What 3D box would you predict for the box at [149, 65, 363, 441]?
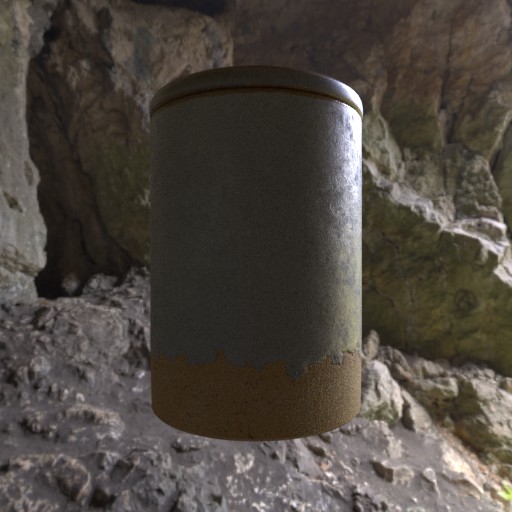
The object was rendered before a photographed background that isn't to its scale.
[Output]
[{"bbox_3d":[0.000,0.000,0.250,0.118,0.168,0.118,0,-1,0],"label":"box"}]
